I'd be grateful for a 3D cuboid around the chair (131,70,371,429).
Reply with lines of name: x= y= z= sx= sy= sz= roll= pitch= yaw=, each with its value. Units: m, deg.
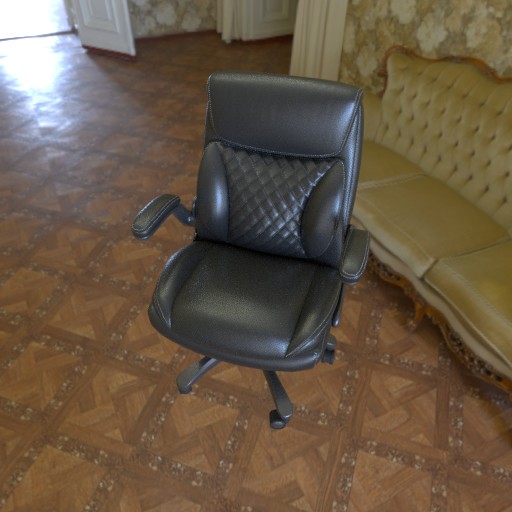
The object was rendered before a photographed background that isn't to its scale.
chair: x=0.000 y=0.000 z=1.632 sx=0.782 sy=1.110 sz=0.724 roll=12 pitch=42 yaw=13
